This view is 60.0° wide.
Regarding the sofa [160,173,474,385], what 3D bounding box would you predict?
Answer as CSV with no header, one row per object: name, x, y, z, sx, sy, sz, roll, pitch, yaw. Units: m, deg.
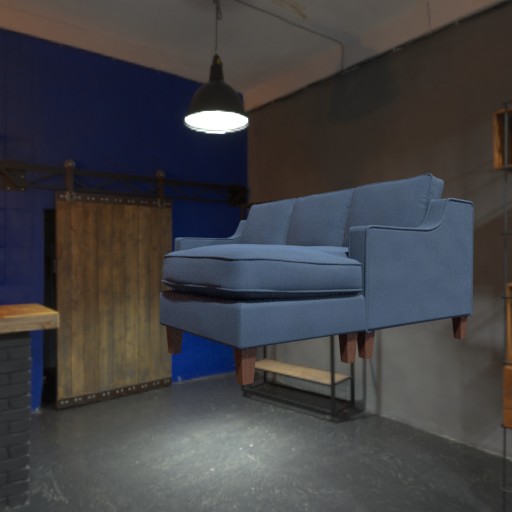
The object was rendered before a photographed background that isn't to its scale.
sofa,0.000,0.000,3.243,1.858,1.066,2.317,0,0,-36
